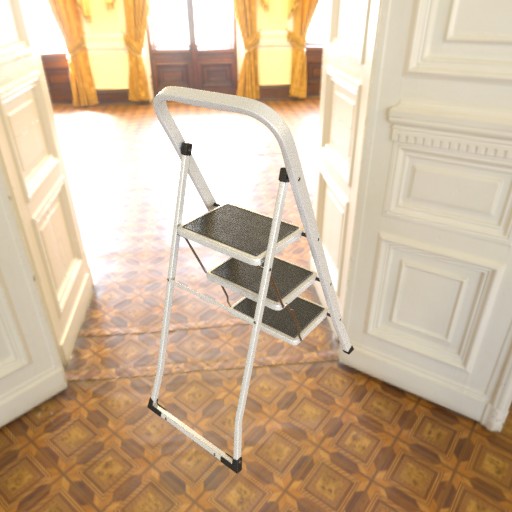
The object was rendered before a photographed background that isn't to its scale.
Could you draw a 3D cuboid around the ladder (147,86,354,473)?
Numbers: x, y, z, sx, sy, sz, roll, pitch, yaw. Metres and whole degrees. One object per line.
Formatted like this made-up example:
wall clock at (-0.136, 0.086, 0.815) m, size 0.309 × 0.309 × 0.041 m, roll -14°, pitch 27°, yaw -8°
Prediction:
ladder at (0.000, 0.000, 1.411) m, size 0.460 × 1.050 × 0.711 m, roll 22°, pitch 37°, yaw 32°
